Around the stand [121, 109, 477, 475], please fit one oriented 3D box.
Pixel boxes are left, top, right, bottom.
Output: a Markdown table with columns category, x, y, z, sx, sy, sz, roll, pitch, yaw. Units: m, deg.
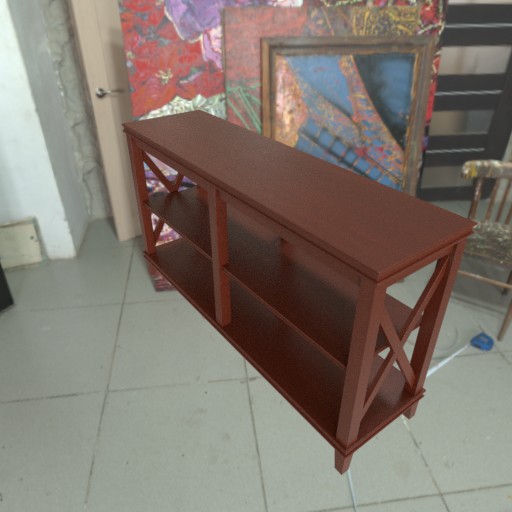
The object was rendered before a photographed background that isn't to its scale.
| category | x | y | z | sx | sy | sz | roll | pitch | yaw |
| --- | --- | --- | --- | --- | --- | --- | --- | --- | --- |
| stand | 0.000 | 0.000 | 1.698 | 0.381 | 0.762 | 1.372 | -22 | 39 | -30 |
